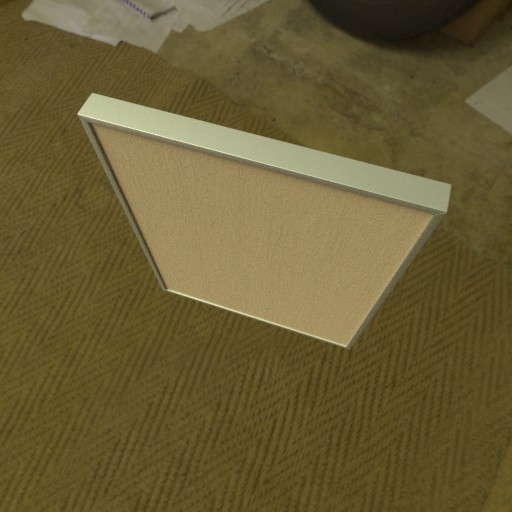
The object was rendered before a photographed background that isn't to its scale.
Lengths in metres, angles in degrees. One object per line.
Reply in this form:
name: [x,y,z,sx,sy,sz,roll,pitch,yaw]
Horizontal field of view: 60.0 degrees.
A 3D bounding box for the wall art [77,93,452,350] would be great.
wall art: [0.000,0.000,0.760,0.445,0.553,0.039,17,64,8]
